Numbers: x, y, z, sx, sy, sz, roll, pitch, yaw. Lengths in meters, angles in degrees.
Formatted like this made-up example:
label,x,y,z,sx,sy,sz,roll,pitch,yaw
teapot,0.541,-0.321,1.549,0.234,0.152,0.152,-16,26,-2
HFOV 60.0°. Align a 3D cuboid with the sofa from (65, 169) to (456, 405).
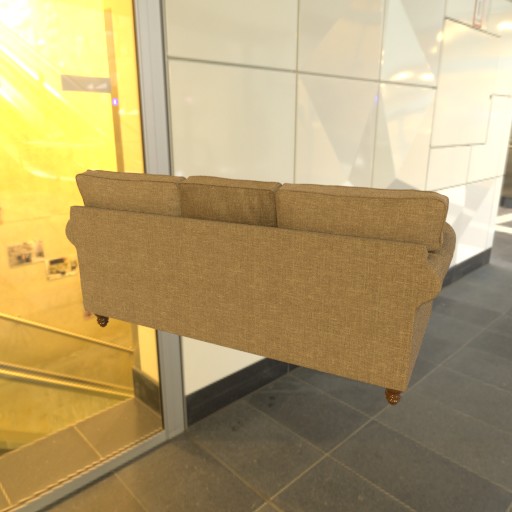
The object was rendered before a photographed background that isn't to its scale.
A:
label,x,y,z,sx,sy,sz,roll,pitch,yaw
sofa,0.000,0.000,2.579,2.084,0.961,0.916,8,19,26
